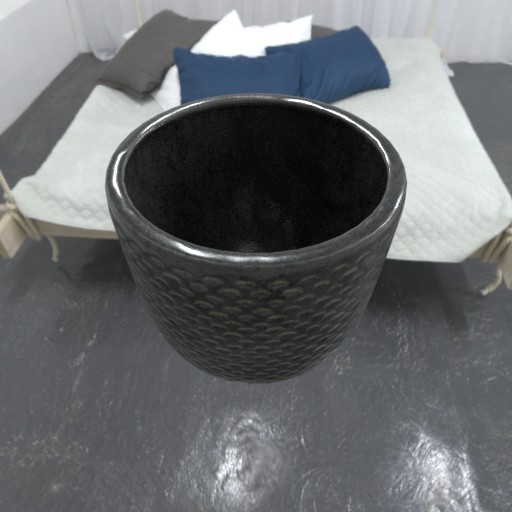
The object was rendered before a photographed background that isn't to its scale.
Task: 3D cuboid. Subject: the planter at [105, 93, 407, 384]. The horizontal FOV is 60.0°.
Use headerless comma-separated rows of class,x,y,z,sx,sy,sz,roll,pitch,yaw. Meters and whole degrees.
planter,0.000,0.000,0.253,0.140,0.129,0.140,0,46,0
